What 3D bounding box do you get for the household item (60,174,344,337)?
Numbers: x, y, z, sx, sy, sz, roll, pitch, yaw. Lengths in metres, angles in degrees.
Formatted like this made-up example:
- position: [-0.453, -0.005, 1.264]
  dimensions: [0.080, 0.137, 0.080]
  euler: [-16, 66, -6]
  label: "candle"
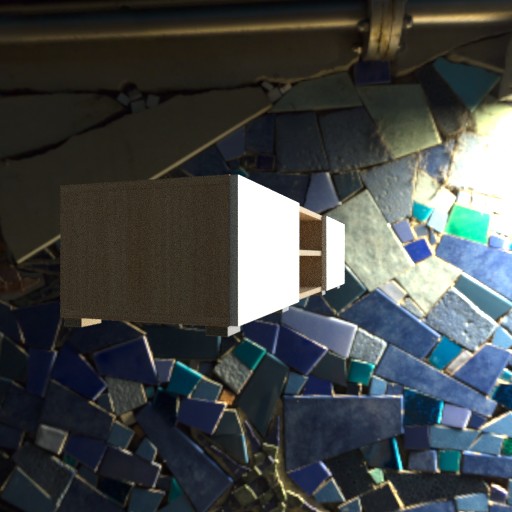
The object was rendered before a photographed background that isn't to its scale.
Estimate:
- position: [0.000, 0.000, 1.565]
  dimensions: [0.420, 0.310, 1.400]
  euler: [0, 0, 19]
  label: "household item"
